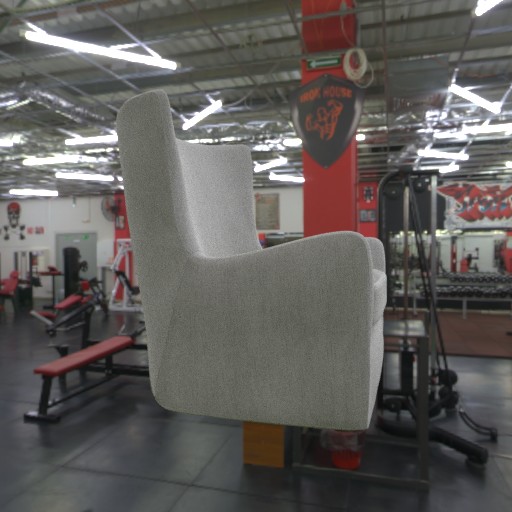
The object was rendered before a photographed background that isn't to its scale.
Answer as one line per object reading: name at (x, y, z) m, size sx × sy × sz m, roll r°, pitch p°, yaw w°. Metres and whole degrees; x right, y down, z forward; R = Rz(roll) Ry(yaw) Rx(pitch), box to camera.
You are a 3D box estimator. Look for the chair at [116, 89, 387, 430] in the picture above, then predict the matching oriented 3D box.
chair at (0.000, 0.000, 1.616) m, size 0.904 × 1.000 × 0.779 m, roll 0°, pitch 1°, yaw 19°
